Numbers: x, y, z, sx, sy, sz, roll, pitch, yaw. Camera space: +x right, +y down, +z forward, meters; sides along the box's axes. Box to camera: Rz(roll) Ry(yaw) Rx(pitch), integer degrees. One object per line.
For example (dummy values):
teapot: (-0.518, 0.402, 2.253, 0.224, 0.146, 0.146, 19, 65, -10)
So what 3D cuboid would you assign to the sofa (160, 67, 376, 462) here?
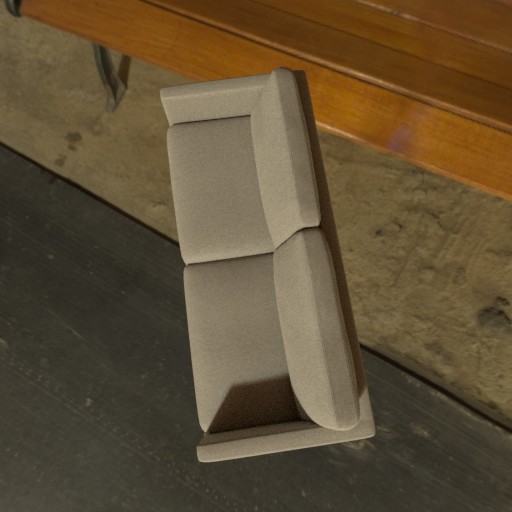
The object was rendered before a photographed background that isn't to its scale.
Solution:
sofa: (0.000, 0.000, 2.770, 0.956, 0.963, 2.208, -8, 76, -2)
